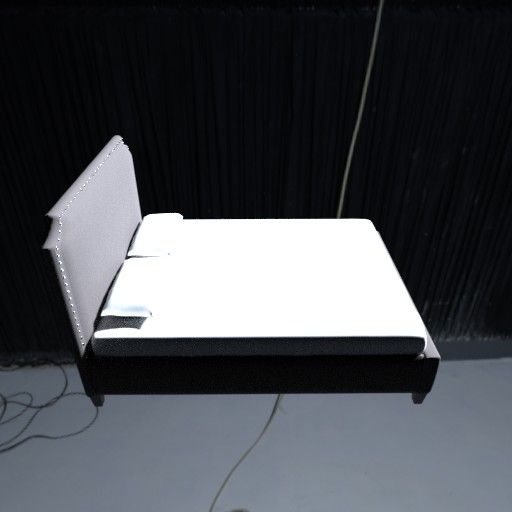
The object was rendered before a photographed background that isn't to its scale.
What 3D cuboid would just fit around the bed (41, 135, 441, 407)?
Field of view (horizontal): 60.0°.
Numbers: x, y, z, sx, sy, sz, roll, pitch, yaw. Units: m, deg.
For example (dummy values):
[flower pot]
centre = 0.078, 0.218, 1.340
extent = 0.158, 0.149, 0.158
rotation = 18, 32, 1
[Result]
[bed]
centre = 0.000, 0.000, 3.396
extent = 2.372, 1.443, 1.713
rotation = 0, 32, 0
